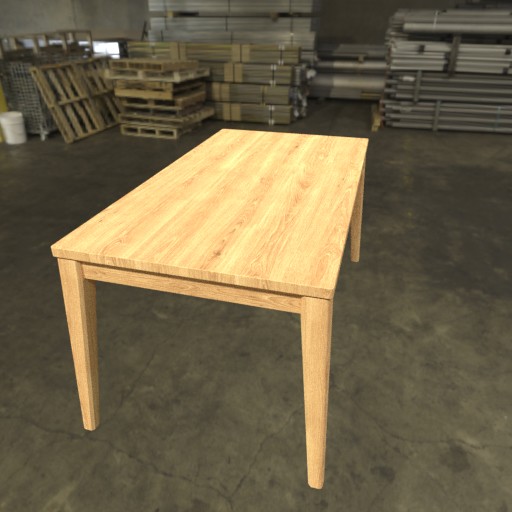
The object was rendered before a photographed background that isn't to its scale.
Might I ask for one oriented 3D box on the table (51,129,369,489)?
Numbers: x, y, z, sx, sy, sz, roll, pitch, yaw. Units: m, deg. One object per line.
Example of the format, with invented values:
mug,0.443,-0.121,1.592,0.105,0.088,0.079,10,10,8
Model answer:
table,0.000,0.000,2.045,0.900,0.760,1.600,8,30,14
